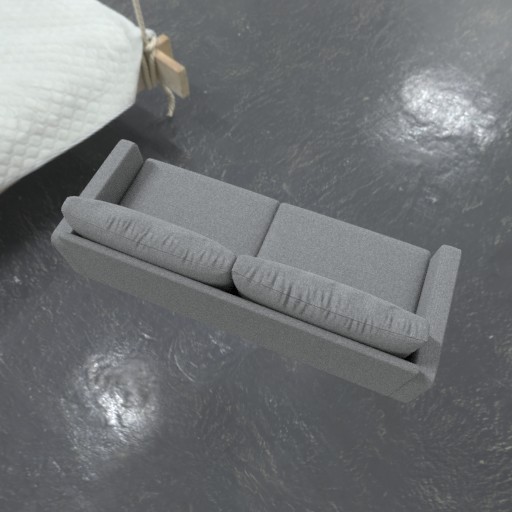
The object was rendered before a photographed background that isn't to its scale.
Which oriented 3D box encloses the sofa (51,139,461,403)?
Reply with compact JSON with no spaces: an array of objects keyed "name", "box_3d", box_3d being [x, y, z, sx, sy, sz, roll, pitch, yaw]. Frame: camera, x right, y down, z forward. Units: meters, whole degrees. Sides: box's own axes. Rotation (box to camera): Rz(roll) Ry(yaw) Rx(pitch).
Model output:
[{"name":"sofa","box_3d":[0.000,0.000,2.677,2.200,0.880,0.880,20,64,10]}]
